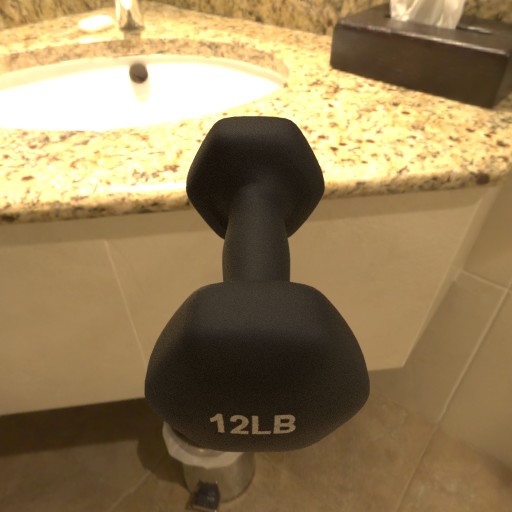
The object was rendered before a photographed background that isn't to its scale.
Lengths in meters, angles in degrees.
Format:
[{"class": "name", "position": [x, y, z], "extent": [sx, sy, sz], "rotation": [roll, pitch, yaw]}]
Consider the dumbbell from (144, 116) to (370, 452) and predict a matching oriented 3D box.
[{"class": "dumbbell", "position": [0.000, 0.000, 0.288], "extent": [0.112, 0.101, 0.231], "rotation": [0, 42, 0]}]
